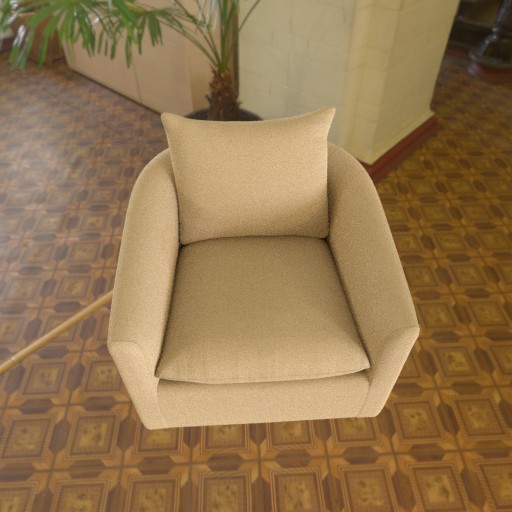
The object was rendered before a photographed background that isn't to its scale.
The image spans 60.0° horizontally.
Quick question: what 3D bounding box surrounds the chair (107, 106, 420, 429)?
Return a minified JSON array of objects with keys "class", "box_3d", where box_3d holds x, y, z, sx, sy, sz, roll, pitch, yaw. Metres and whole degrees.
[{"class":"chair","box_3d":[0.000,0.000,1.574,0.845,0.848,0.910,-2,45,-2]}]
